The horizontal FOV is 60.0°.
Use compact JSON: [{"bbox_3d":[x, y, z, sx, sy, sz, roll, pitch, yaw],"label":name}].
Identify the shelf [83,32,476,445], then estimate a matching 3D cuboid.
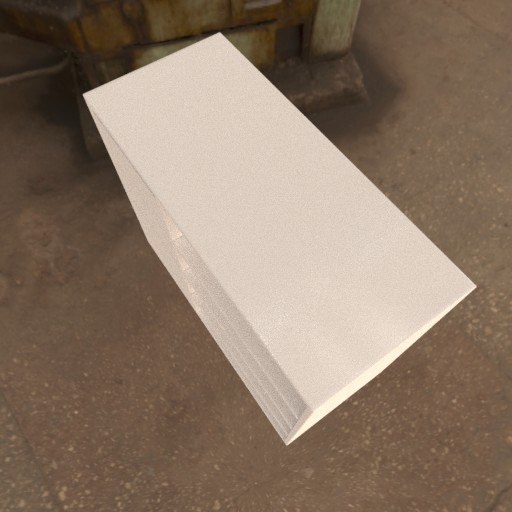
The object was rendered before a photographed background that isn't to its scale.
[{"bbox_3d":[0.000,0.000,1.280,0.396,0.732,0.895,-32,67,-15],"label":"shelf"}]
